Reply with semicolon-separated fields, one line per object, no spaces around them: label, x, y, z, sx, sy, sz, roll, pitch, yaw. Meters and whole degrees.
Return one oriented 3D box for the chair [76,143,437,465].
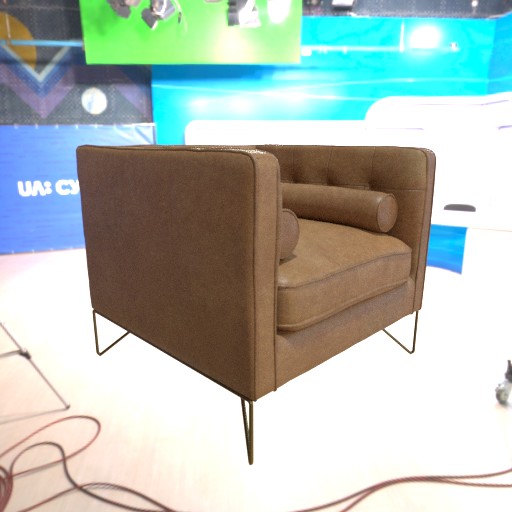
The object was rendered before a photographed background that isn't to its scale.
chair;0.000;0.000;1.630;0.920;0.797;0.912;-14;20;-43
